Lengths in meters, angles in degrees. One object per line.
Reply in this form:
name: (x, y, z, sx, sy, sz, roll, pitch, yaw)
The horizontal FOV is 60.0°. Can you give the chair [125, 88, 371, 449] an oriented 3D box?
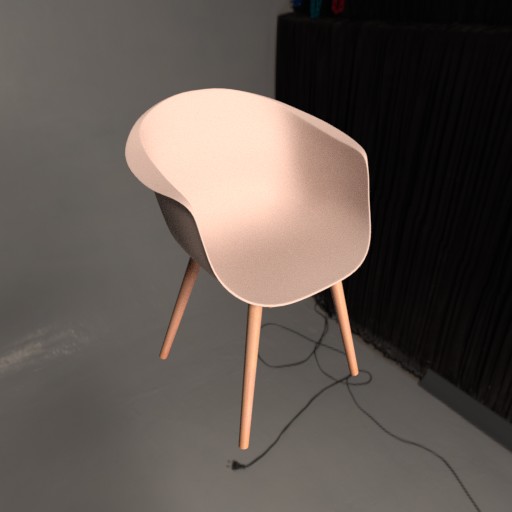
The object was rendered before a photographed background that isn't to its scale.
chair: (0.000, 0.000, 1.192, 0.593, 0.781, 0.504, -21, 37, -32)
